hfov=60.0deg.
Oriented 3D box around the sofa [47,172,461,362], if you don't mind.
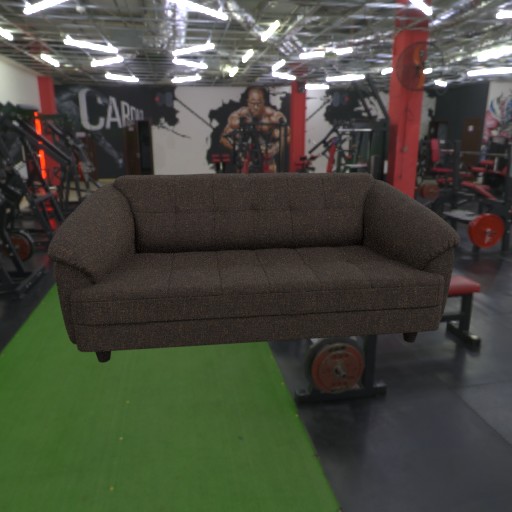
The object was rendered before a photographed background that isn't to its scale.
[{"bbox_3d":[0.000,0.000,2.316,1.849,0.790,0.887,-2,16,-7],"label":"sofa"}]
